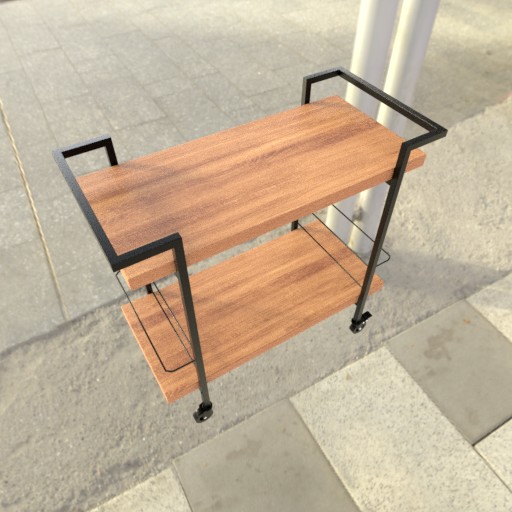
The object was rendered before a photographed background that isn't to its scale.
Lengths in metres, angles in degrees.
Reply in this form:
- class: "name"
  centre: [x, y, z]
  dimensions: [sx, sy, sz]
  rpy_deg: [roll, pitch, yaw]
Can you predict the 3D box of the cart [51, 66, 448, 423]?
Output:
- class: "cart"
  centre: [0.000, 0.000, 1.276]
  dimensions: [0.806, 0.762, 0.406]
  rpy_deg: [-24, 52, -21]
